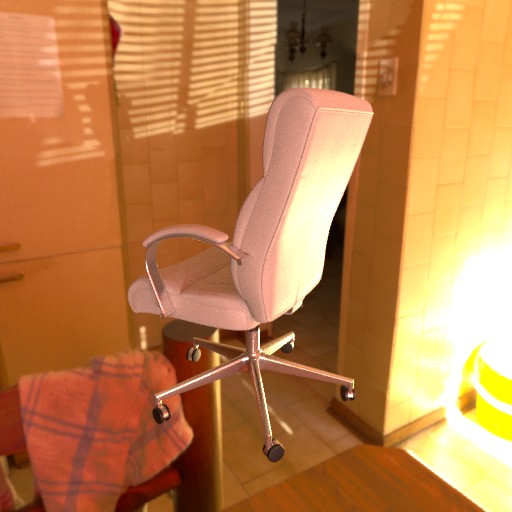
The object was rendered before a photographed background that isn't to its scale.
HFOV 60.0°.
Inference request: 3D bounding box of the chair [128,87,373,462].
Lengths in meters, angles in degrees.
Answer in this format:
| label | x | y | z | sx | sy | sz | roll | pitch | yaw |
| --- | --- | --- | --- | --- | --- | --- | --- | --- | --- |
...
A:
| label | x | y | z | sx | sy | sz | roll | pitch | yaw |
| --- | --- | --- | --- | --- | --- | --- | --- | --- | --- |
| chair | 0.000 | 0.000 | 1.604 | 0.745 | 1.099 | 0.727 | 9 | 18 | 27 |
